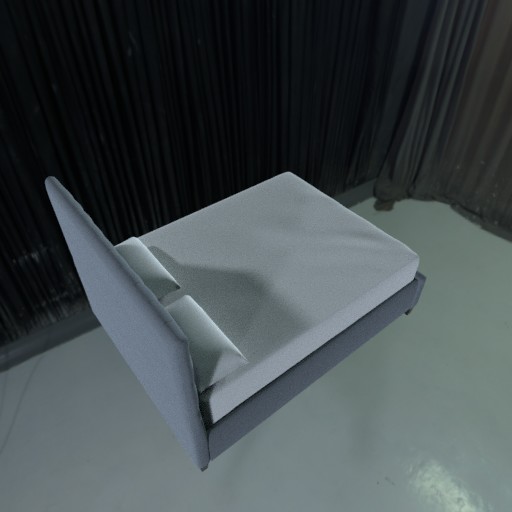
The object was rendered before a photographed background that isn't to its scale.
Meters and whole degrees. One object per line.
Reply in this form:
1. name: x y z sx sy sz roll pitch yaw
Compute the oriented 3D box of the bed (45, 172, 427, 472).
1. bed: 0.000 0.000 3.377 2.231 1.427 1.698 -28 50 -27
